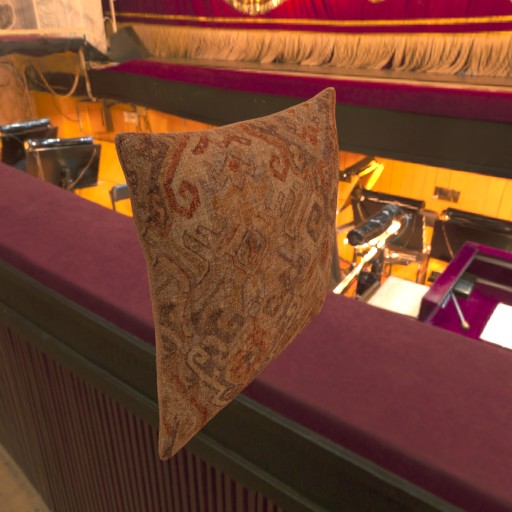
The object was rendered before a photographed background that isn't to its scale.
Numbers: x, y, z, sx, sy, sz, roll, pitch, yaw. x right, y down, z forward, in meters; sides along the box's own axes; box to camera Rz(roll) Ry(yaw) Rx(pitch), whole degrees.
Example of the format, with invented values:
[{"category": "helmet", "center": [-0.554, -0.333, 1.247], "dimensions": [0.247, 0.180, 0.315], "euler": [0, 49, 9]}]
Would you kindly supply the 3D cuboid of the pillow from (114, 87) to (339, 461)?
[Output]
[{"category": "pillow", "center": [0.000, 0.000, 0.771], "dimensions": [0.166, 0.506, 0.523], "euler": [18, 32, 31]}]
